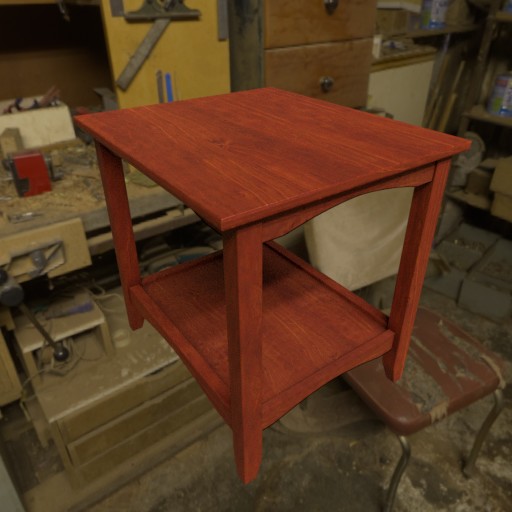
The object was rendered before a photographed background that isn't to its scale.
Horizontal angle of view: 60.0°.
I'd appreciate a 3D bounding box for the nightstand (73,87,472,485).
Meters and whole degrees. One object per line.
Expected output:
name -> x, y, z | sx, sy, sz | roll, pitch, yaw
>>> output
nightstand -> 0.000, 0.000, 0.964 | 0.501, 0.558, 0.558 | -21, 37, -30
